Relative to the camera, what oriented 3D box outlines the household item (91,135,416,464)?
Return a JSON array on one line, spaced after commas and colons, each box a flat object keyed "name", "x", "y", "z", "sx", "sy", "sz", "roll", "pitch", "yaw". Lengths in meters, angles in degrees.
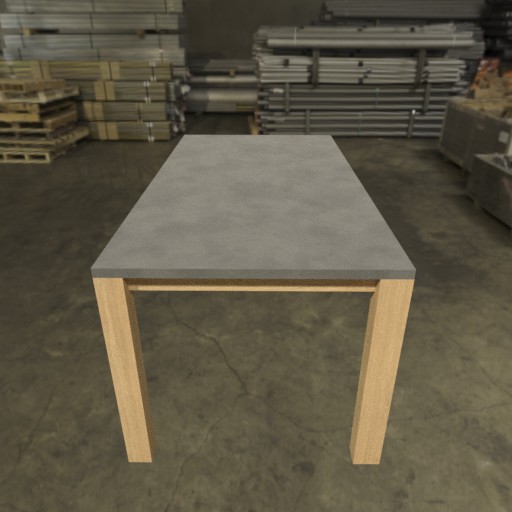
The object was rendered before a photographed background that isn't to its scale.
[{"name": "household item", "x": 0.000, "y": 0.000, "z": 2.041, "sx": 0.850, "sy": 0.755, "sz": 1.600, "roll": 0, "pitch": 27, "yaw": 1}]
